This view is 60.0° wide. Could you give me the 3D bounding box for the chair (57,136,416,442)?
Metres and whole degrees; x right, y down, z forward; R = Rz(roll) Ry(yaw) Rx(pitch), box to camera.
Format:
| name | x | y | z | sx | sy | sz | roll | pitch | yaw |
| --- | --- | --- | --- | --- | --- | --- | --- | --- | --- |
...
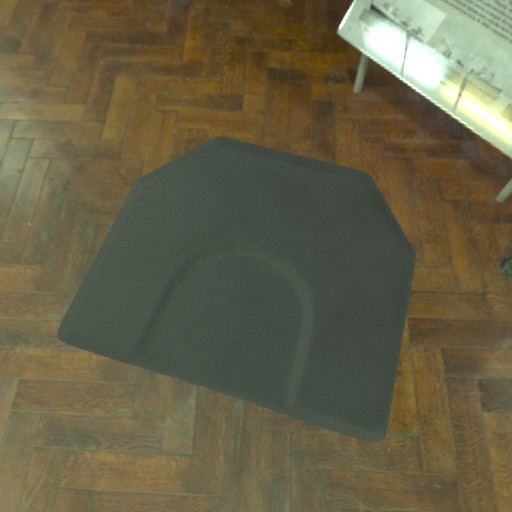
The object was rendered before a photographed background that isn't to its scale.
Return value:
| name | x | y | z | sx | sy | sz | roll | pitch | yaw |
| --- | --- | --- | --- | --- | --- | --- | --- | --- | --- |
| chair | 0.000 | 0.000 | 1.980 | 1.372 | 0.024 | 1.219 | 16 | 65 | 8 |
